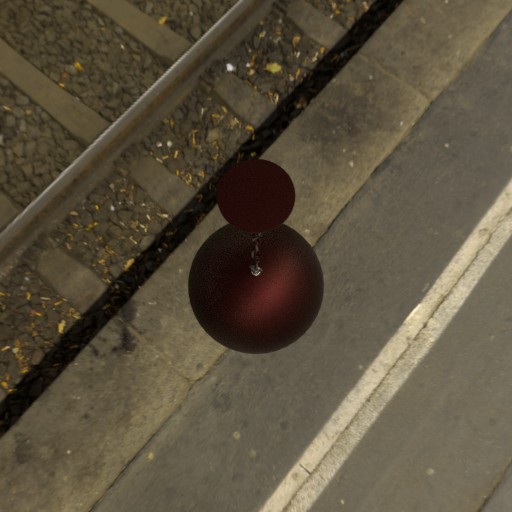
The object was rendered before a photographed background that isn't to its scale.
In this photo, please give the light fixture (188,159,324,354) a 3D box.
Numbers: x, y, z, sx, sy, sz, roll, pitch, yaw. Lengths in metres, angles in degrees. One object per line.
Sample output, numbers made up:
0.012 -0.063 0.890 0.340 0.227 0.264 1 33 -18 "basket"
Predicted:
0.000 0.000 1.198 0.492 0.869 0.492 18 76 5 "light fixture"
